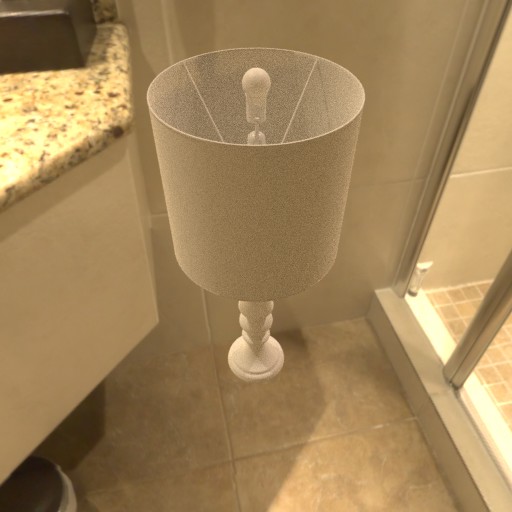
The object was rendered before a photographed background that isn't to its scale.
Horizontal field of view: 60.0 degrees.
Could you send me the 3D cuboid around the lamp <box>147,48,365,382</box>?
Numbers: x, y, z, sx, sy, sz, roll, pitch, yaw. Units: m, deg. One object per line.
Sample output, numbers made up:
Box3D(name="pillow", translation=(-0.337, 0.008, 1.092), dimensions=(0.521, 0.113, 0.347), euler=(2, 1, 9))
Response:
Box3D(name="lamp", translation=(0.000, 0.000, 0.711), dimensions=(0.250, 0.597, 0.250), euler=(31, 53, 27))
